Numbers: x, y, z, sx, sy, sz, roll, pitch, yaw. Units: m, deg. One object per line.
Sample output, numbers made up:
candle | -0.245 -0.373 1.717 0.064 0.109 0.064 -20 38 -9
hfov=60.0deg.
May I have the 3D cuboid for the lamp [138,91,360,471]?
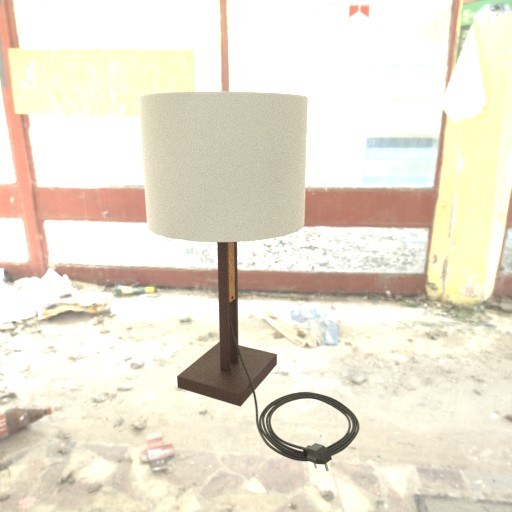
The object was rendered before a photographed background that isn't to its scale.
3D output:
lamp | 0.000 0.000 0.981 0.525 0.668 0.396 8 18 25
